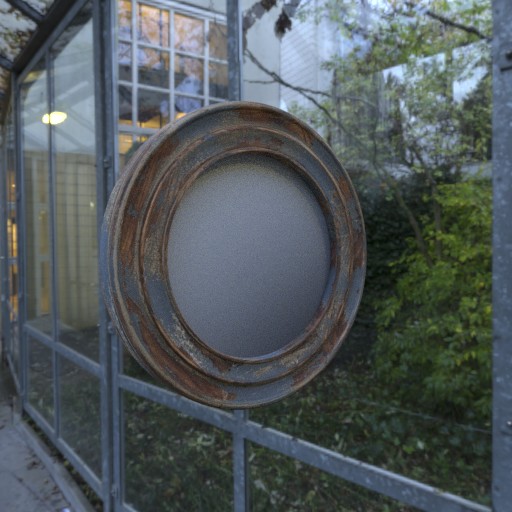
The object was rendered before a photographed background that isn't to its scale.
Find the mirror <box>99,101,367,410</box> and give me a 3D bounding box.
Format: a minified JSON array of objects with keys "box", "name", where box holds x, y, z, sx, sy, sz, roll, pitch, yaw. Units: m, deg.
[{"box":[0.000,0.000,0.870,0.585,0.585,0.061,-1,1,-35],"name":"mirror"}]
